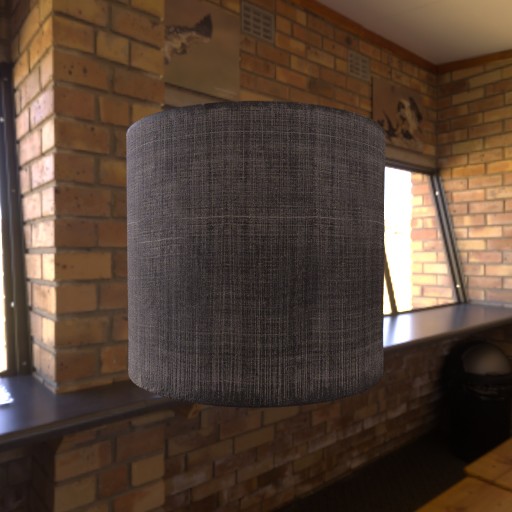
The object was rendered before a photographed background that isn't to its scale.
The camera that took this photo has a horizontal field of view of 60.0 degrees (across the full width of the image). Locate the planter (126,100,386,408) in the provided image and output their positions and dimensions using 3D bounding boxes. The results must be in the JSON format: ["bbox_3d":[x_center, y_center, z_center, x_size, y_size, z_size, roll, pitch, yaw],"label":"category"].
[{"bbox_3d":[0.000,0.000,0.395,0.221,0.201,0.221,0,0,0],"label":"planter"}]
